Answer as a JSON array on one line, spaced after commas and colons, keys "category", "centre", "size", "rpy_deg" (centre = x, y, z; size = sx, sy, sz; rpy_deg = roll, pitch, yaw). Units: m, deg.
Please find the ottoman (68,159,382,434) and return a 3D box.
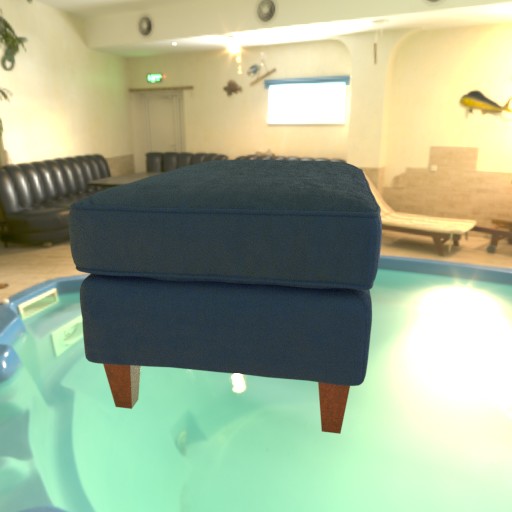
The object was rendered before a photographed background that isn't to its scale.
[{"category": "ottoman", "centre": [0.000, 0.000, 1.209], "size": [0.583, 0.484, 0.862], "rpy_deg": [3, 17, 10]}]
